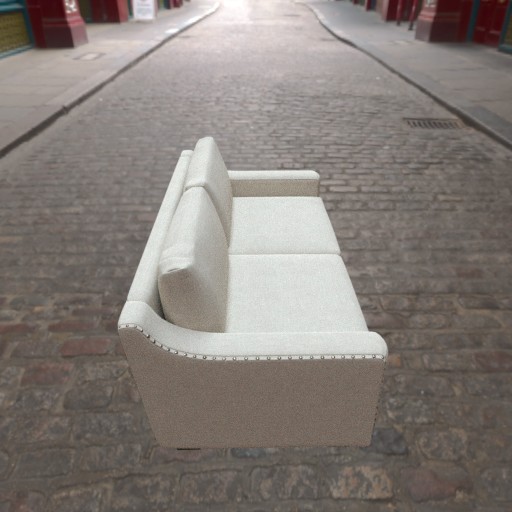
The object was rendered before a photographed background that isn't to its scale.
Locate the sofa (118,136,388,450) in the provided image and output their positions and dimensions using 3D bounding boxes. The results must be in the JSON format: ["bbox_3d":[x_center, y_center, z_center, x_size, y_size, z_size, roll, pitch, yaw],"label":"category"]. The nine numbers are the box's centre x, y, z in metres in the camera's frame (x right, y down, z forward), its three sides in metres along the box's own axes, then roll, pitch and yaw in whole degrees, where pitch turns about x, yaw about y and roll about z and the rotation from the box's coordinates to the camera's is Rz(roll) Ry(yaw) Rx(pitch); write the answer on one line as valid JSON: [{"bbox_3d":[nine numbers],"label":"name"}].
[{"bbox_3d":[0.000,0.000,2.742,1.104,0.983,2.107,-1,31,-1],"label":"sofa"}]
